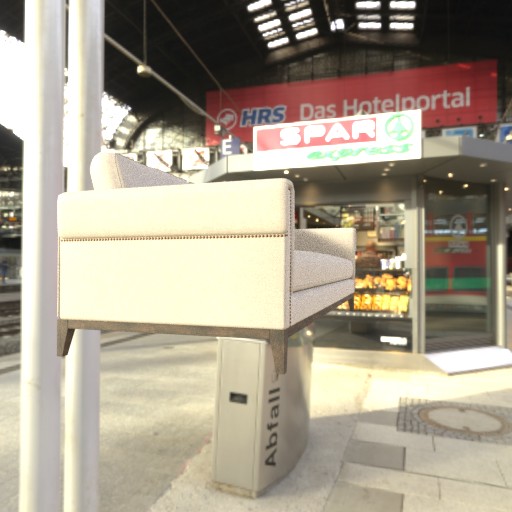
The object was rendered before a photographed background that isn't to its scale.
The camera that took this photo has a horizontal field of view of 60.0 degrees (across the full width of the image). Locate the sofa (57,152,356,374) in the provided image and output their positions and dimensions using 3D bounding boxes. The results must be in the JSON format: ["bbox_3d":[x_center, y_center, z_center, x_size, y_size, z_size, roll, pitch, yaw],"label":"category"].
[{"bbox_3d":[0.000,0.000,2.654,0.959,0.838,2.210,0,-1,19],"label":"sofa"}]
